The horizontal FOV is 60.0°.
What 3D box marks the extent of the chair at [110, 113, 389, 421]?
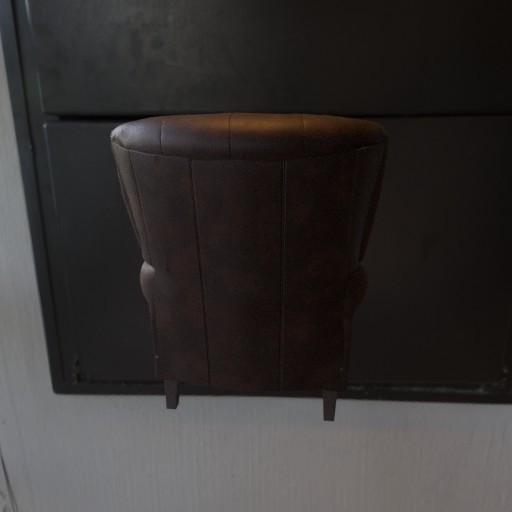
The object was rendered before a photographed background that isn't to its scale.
[{"bbox_3d":[0.000,0.000,1.906,0.948,1.158,1.058,2,17,7],"label":"chair"}]
